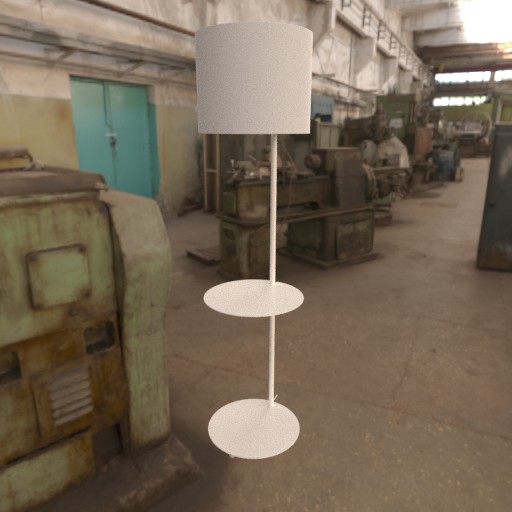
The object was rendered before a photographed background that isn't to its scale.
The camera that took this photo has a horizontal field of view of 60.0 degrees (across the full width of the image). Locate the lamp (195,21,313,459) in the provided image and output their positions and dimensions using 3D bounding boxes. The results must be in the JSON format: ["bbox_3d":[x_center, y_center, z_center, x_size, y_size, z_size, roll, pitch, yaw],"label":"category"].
[{"bbox_3d":[0.000,0.000,1.620,0.372,1.465,0.405,9,18,27],"label":"lamp"}]
